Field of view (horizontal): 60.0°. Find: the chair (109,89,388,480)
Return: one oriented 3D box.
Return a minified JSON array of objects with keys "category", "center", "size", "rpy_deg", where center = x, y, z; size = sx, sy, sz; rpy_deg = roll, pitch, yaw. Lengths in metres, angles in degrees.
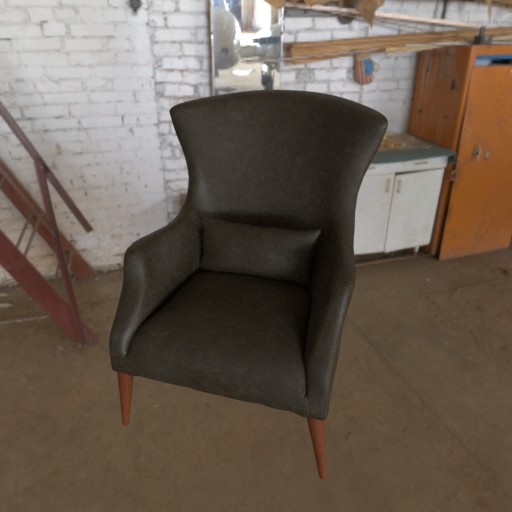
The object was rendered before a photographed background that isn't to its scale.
[{"category":"chair","center":[0.000,0.000,1.668],"size":[0.819,1.068,0.954],"rpy_deg":[8,29,15]}]
